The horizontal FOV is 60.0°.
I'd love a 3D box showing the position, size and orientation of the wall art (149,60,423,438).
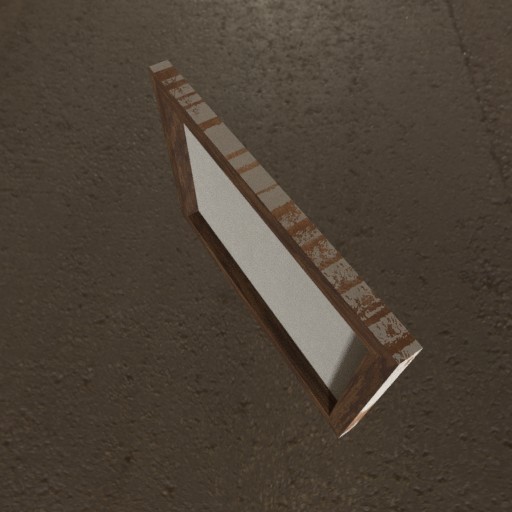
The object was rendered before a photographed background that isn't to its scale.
[{"bbox_3d":[0.000,0.000,0.780,0.035,0.405,0.609,-29,62,-17],"label":"wall art"}]
